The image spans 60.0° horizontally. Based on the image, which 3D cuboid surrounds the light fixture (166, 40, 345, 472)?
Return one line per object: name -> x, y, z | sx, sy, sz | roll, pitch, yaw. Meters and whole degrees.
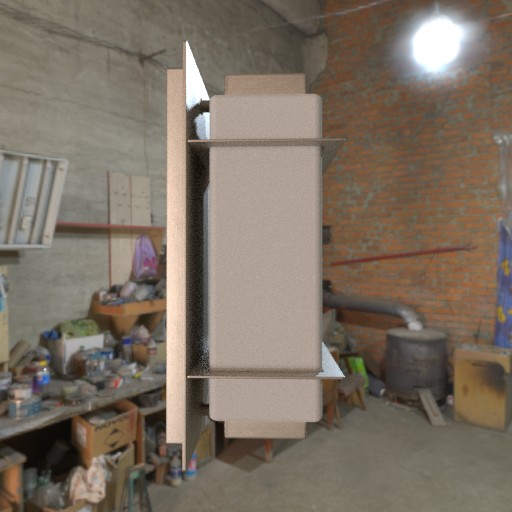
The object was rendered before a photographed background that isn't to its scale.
light fixture -> 0.000, 0.000, 0.471 | 0.160, 0.380, 0.168 | 0, 0, 2
